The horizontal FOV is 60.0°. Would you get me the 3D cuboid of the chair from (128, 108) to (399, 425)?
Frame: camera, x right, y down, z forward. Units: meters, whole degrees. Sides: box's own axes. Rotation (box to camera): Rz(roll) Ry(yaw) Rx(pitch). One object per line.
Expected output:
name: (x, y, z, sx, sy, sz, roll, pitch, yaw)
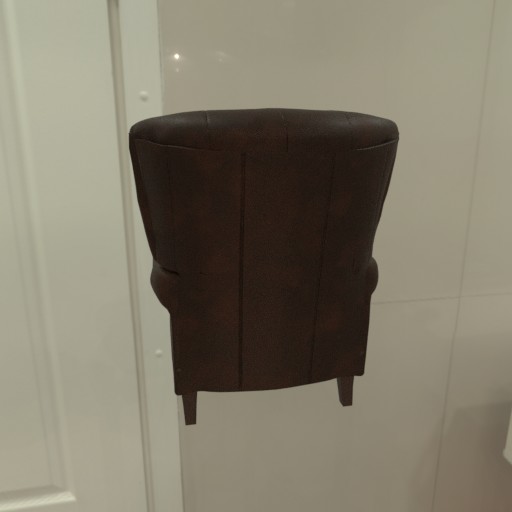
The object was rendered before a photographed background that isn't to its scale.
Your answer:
chair: (0.000, 0.000, 1.905, 0.948, 1.158, 1.058, -3, 15, -11)
